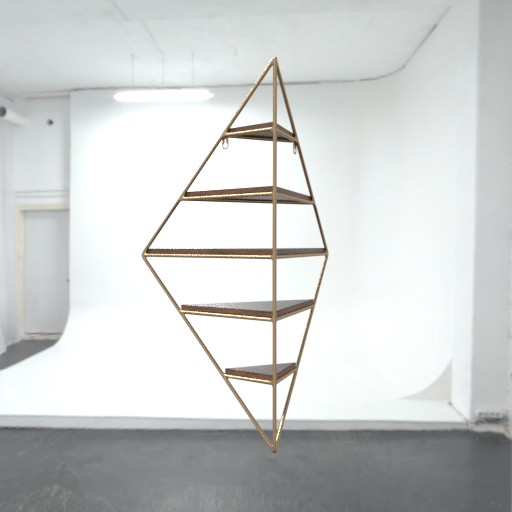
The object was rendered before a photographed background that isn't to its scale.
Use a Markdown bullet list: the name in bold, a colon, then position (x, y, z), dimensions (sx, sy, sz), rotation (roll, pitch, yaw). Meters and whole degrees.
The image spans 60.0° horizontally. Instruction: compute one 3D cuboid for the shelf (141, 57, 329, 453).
- **shelf**: position (0.000, 0.000, 1.158), dimensions (0.564, 0.913, 0.294), rotation (0, 2, -18)
